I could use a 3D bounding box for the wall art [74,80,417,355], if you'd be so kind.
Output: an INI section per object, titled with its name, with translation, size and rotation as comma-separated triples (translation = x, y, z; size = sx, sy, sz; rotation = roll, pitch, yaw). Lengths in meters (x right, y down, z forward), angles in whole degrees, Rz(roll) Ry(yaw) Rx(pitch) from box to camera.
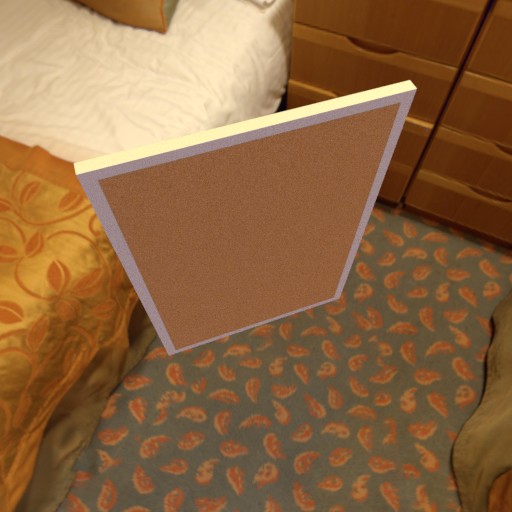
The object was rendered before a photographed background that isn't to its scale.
[wall art]
translation = 0.000, 0.000, 0.561
size = 0.303, 0.433, 0.013
rotation = -17, 60, -10
